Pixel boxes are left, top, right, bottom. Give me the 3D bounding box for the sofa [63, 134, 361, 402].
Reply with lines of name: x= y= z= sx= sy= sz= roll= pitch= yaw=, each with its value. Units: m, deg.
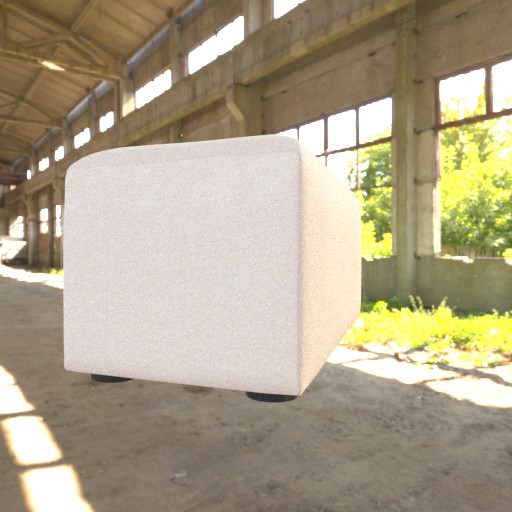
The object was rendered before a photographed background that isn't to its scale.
sofa: x=0.000 y=0.000 z=1.199 sx=0.480 sy=0.470 sz=0.930 roll=0 pitch=1 yaw=19
